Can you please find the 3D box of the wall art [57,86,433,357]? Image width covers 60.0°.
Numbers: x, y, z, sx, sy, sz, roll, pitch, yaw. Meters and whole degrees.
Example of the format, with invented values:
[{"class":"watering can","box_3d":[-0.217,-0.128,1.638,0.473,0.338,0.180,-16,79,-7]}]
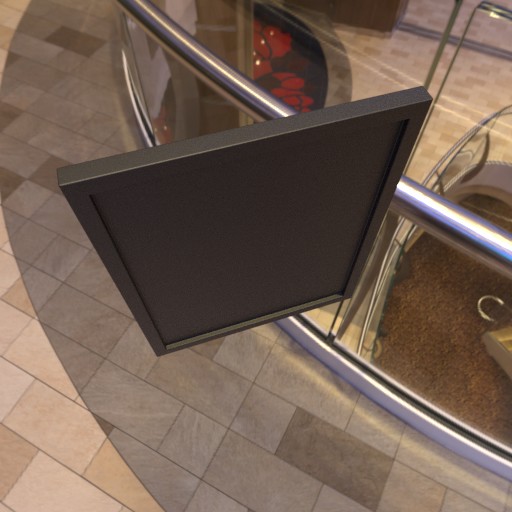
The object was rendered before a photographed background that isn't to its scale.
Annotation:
[{"class":"wall art","box_3d":[0.000,0.000,0.759,0.457,0.559,0.028,-16,60,-9]}]
